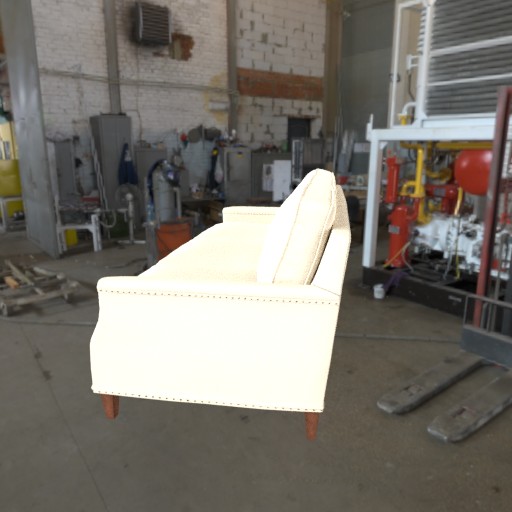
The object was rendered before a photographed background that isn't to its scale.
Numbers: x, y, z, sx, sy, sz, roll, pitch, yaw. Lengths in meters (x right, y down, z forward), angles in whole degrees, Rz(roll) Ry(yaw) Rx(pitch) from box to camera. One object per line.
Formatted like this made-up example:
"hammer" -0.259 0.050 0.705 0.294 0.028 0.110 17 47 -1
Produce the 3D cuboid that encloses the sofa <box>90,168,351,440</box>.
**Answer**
"sofa" 0.000 0.000 2.798 1.084 1.003 2.246 2 14 9
